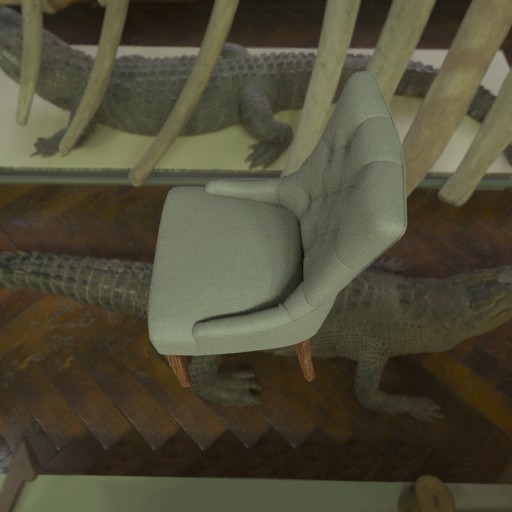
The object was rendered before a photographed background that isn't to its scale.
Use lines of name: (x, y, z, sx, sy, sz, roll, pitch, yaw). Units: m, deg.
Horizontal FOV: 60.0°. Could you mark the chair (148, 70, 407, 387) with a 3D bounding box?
chair: (0.000, 0.000, 1.222, 0.565, 0.874, 0.509, 0, 58, 0)
